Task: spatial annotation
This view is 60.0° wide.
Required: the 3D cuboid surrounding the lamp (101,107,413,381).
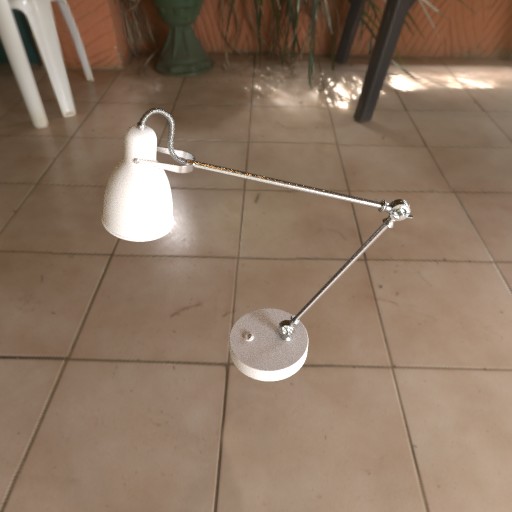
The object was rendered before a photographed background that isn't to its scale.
[{"bbox_3d":[0.000,0.000,0.876,0.561,0.587,0.187,0,41,0],"label":"lamp"}]
